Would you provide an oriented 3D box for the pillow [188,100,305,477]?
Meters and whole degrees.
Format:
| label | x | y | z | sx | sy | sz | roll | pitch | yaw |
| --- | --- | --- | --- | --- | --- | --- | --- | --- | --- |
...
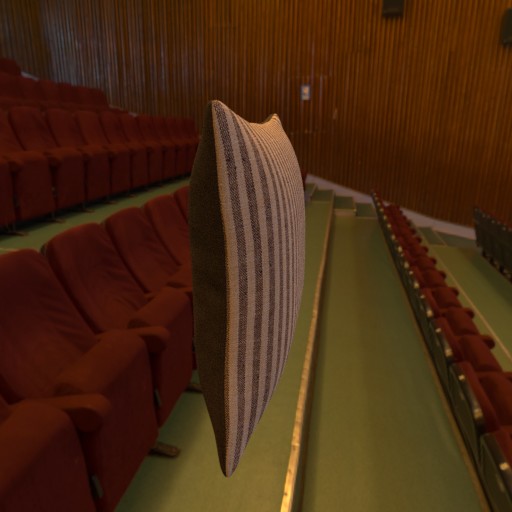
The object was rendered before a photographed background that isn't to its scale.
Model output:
| label | x | y | z | sx | sy | sz | roll | pitch | yaw |
| --- | --- | --- | --- | --- | --- | --- | --- | --- | --- |
| pillow | 0.000 | 0.000 | 0.801 | 0.166 | 0.506 | 0.523 | 3 | 16 | 10 |
